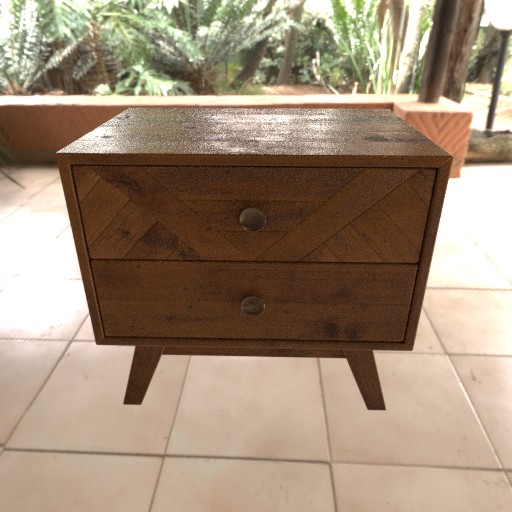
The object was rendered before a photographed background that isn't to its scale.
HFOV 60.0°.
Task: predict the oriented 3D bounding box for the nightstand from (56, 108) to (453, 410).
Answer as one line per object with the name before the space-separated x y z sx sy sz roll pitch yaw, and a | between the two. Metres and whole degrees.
nightstand | 0.000 0.000 1.051 0.650 0.599 0.450 1 28 1
